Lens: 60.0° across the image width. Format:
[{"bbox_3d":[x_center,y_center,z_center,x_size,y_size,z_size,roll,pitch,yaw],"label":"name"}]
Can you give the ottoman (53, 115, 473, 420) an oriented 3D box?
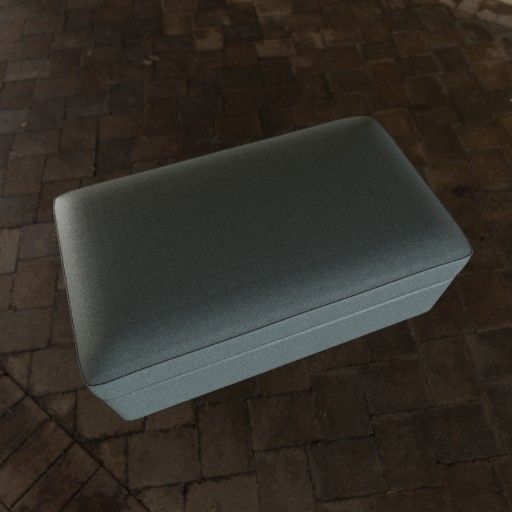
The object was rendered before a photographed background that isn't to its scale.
[{"bbox_3d":[0.000,0.000,1.540,1.173,0.494,0.681,-18,59,-11],"label":"ottoman"}]
